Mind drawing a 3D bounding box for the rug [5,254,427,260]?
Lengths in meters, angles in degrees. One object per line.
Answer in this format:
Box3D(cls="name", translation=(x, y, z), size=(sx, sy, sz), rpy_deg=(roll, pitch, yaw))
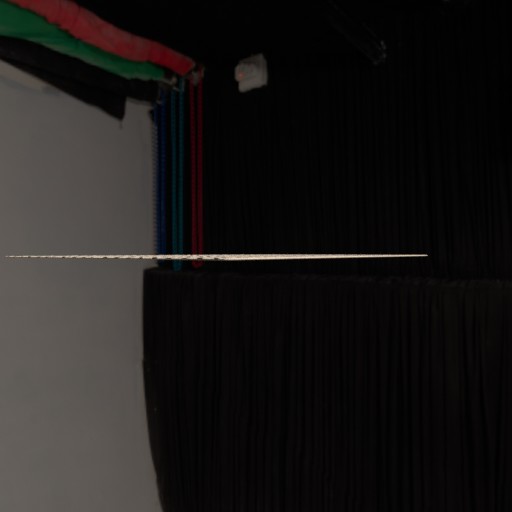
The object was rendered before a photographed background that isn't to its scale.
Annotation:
Box3D(cls="rug", translation=(0.000, 0.000, 2.880), size=(1.523, 0.008, 2.438), rpy_deg=(0, 1, 36))
